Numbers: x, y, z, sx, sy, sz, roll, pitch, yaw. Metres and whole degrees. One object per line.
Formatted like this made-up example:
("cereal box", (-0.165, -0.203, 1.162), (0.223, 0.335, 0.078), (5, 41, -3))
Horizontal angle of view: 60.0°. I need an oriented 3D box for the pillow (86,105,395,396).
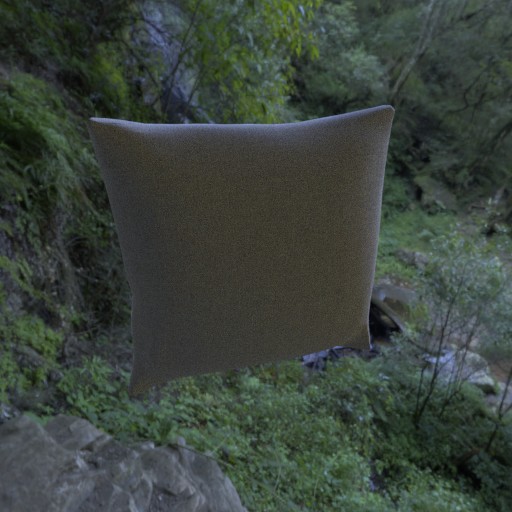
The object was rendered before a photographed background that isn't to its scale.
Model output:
("pillow", (0.000, 0.000, 0.786), (0.496, 0.491, 0.219), (-8, 27, -16))
